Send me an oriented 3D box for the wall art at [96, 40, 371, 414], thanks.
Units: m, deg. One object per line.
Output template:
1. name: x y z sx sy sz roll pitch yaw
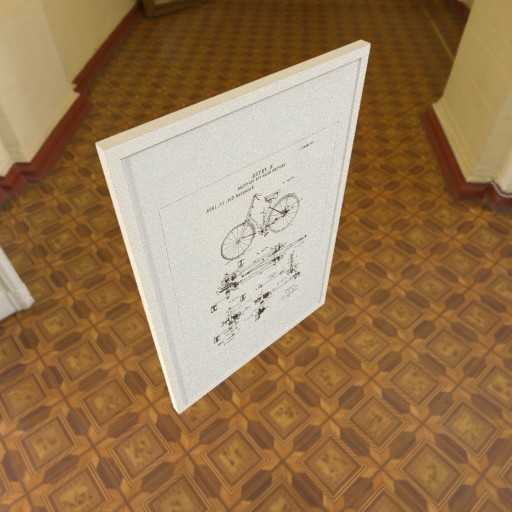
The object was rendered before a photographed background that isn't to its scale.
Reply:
1. wall art: 0.000 0.000 0.600 0.332 0.477 0.015 -32 54 -27
